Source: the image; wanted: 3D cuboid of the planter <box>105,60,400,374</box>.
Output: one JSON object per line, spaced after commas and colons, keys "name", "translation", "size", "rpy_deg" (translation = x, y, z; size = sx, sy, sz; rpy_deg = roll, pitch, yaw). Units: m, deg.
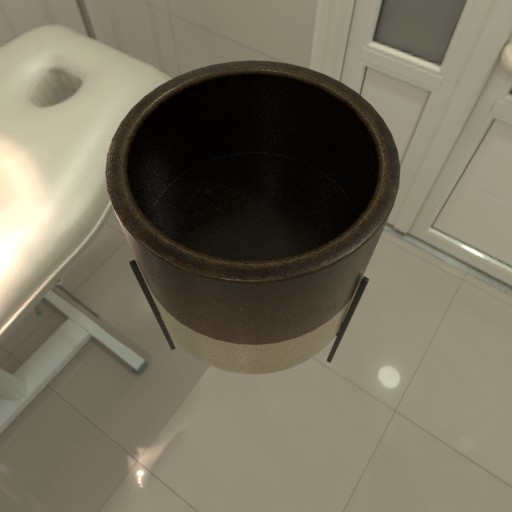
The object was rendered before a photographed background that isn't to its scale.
{"name": "planter", "translation": [0.000, 0.000, 0.714], "size": [0.354, 0.465, 0.345], "rpy_deg": [31, 64, 17]}
